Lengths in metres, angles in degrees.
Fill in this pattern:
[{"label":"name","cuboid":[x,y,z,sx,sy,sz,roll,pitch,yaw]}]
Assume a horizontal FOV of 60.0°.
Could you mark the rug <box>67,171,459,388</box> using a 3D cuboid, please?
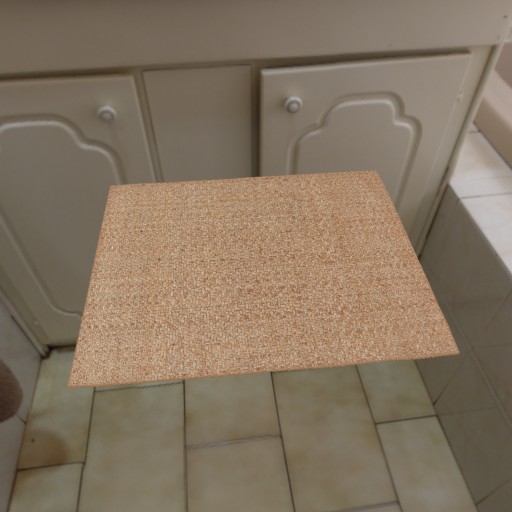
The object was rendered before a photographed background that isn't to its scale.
[{"label":"rug","cuboid":[0.000,0.000,4.207,3.048,0.013,2.439,-4,47,-4]}]
